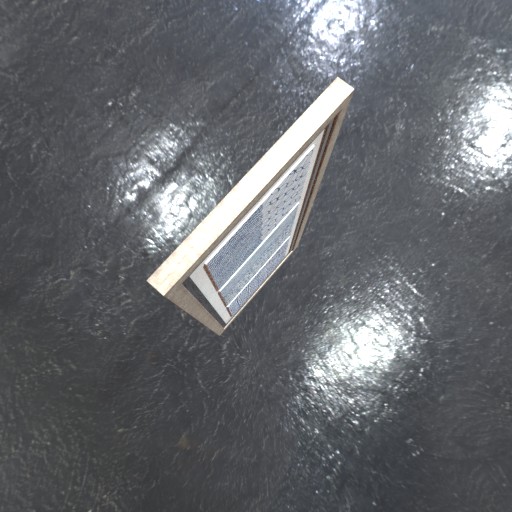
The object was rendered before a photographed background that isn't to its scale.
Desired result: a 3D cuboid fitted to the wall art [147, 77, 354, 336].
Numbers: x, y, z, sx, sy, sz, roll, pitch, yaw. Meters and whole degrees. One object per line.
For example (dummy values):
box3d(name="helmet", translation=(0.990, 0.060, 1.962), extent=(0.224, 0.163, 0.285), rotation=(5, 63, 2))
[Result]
box3d(name="wall art", translation=(0.000, 0.000, 1.696), extent=(0.051, 1.461, 0.648), rotation=(40, 80, 9))
